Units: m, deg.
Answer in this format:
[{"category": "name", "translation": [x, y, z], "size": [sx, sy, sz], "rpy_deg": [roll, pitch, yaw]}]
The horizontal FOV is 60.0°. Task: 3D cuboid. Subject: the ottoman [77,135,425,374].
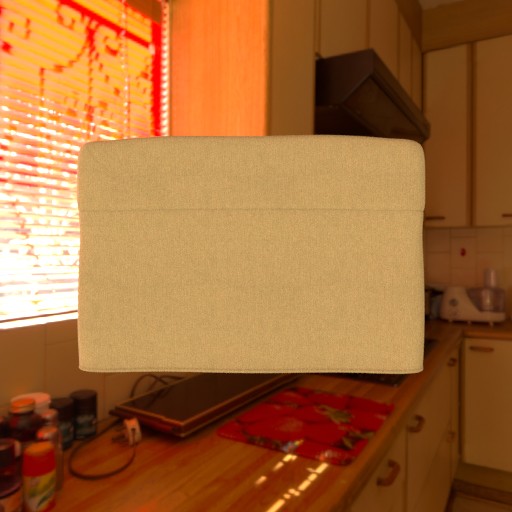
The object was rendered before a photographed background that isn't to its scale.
[{"category": "ottoman", "translation": [0.000, 0.000, 1.208], "size": [0.648, 0.461, 0.833], "rpy_deg": [0, 1, 1]}]
